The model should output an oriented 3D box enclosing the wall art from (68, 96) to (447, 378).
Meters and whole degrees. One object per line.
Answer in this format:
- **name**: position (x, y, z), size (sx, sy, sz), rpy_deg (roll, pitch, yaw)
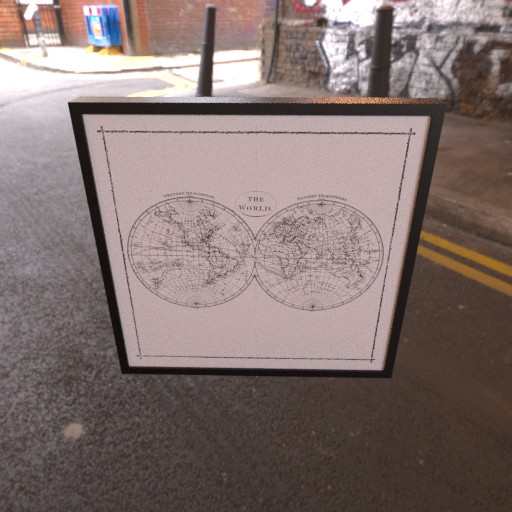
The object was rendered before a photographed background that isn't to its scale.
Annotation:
- **wall art**: position (0.000, 0.000, 0.472), size (0.327, 0.318, 0.029), rpy_deg (1, 29, 1)
